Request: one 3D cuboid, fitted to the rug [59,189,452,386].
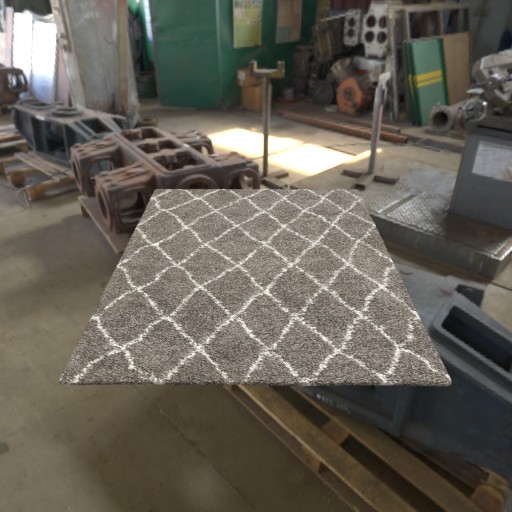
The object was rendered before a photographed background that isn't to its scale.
[{"bbox_3d":[0.000,0.000,4.028,2.438,0.029,3.047,0,31,0],"label":"rug"}]
